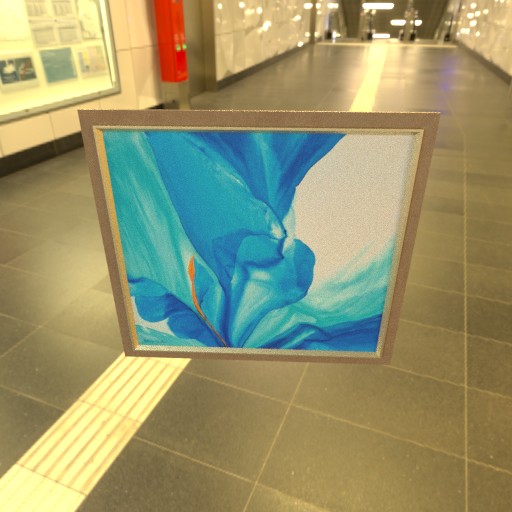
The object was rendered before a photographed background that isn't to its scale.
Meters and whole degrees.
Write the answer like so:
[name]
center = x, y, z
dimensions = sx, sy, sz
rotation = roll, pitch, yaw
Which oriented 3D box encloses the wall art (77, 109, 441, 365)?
[wall art]
center = 0.000, 0.000, 1.684
dimensions = 1.168, 1.067, 0.025
rotation = 1, 30, 2
